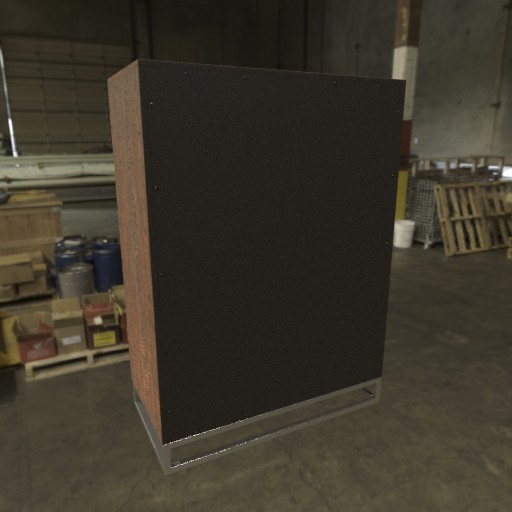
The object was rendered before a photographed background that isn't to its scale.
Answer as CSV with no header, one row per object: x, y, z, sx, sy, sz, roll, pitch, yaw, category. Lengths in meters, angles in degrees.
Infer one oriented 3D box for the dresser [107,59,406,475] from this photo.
0.000,0.000,1.776,0.965,1.321,0.508,-8,17,-26,dresser
